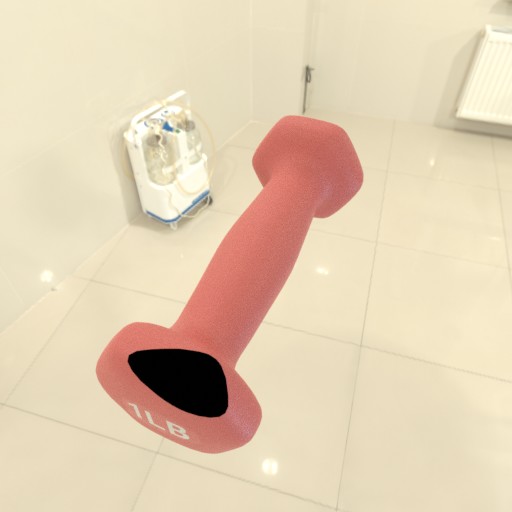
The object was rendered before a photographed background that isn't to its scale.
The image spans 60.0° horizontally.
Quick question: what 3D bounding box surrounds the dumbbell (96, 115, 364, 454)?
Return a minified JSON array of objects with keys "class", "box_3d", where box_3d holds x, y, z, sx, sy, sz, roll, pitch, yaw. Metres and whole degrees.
[{"class":"dumbbell","box_3d":[0.000,0.000,0.149,0.047,0.043,0.123,17,49,16]}]
